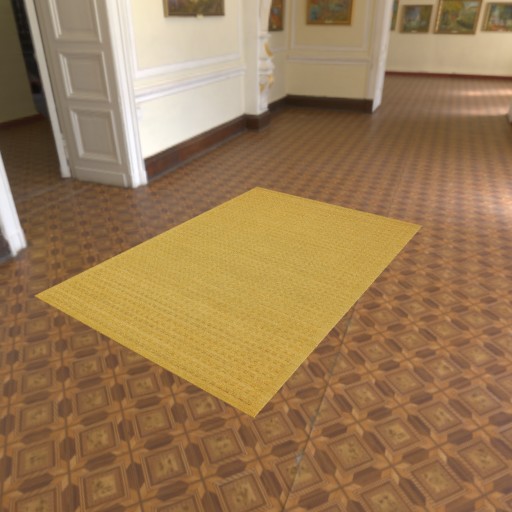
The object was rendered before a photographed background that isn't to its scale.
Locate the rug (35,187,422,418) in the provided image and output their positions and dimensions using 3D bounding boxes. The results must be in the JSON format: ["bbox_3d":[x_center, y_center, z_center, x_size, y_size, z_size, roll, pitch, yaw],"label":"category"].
[{"bbox_3d":[0.000,0.000,3.829,1.981,0.006,2.895,18,33,30],"label":"rug"}]
